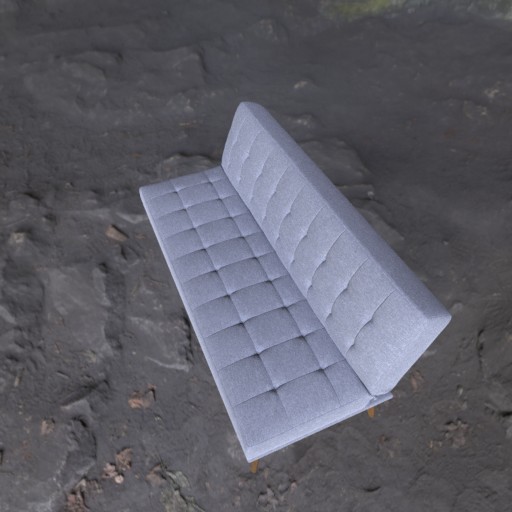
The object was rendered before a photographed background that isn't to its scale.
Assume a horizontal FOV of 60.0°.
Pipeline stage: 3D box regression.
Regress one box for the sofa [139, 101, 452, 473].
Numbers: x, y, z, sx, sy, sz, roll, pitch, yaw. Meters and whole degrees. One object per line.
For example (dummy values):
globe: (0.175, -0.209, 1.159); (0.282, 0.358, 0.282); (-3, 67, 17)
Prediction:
sofa: (0.000, 0.000, 2.353); (0.860, 0.810, 1.800); (-18, 49, -16)
